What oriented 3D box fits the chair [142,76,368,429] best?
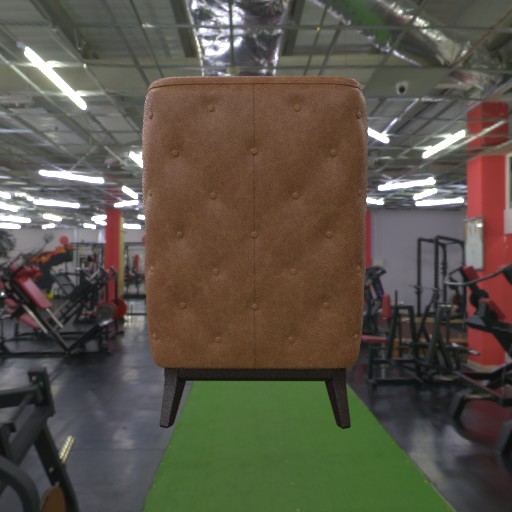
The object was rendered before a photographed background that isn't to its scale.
[{"bbox_3d":[0.000,0.000,1.673,0.766,1.079,0.899,0,-1,1],"label":"chair"}]
